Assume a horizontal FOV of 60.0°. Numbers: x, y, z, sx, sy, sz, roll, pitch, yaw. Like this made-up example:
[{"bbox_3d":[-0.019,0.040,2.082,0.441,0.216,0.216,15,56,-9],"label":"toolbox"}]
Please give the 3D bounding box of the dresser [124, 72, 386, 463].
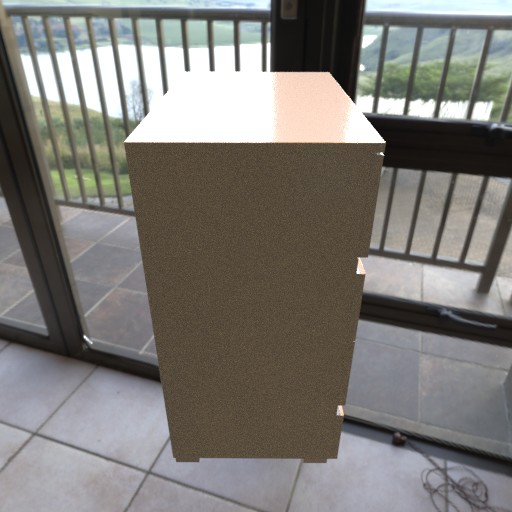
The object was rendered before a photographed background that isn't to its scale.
[{"bbox_3d":[0.000,0.000,1.160,0.400,0.800,0.650,0,31,0],"label":"dresser"}]
